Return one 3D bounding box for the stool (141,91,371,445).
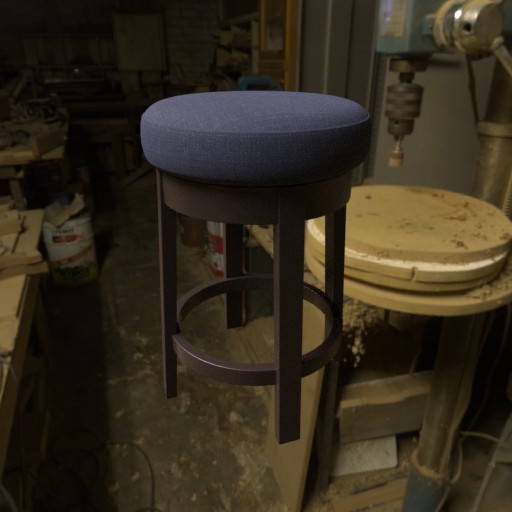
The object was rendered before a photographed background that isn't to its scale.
[{"bbox_3d":[0.000,0.000,0.963,0.449,0.655,0.449,0,26,0],"label":"stool"}]
